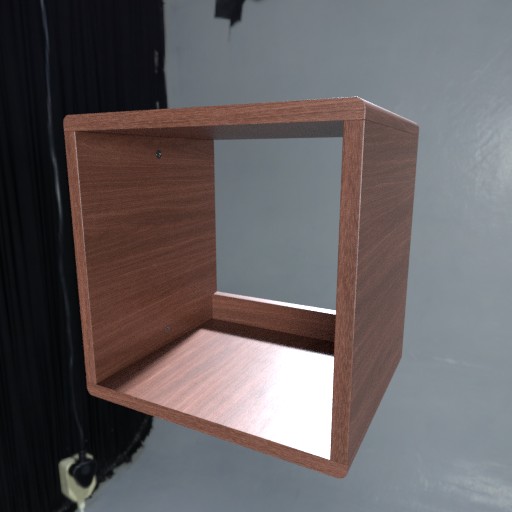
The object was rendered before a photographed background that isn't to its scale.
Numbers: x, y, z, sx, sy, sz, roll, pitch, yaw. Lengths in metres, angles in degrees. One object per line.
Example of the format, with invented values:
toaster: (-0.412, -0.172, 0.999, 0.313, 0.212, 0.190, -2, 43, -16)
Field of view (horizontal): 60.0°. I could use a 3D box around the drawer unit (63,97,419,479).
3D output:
drawer unit: (0.000, 0.000, 0.593, 0.349, 0.351, 0.290, 6, 14, 27)
